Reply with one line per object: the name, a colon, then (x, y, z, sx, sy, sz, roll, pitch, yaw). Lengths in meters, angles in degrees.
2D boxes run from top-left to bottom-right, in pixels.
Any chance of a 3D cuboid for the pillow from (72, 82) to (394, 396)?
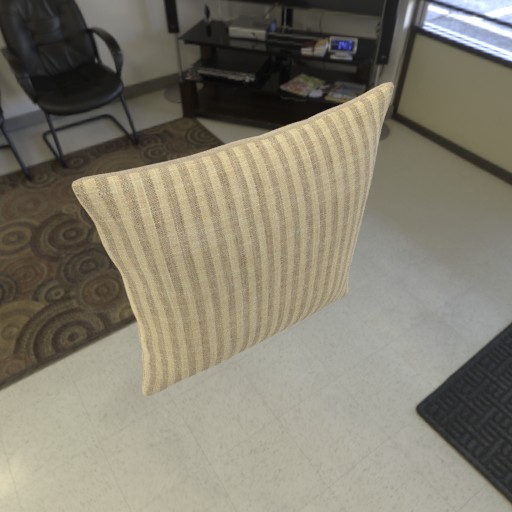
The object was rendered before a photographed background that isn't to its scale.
pillow: (0.000, 0.000, 0.795, 0.523, 0.510, 0.166, -24, 50, -22)
